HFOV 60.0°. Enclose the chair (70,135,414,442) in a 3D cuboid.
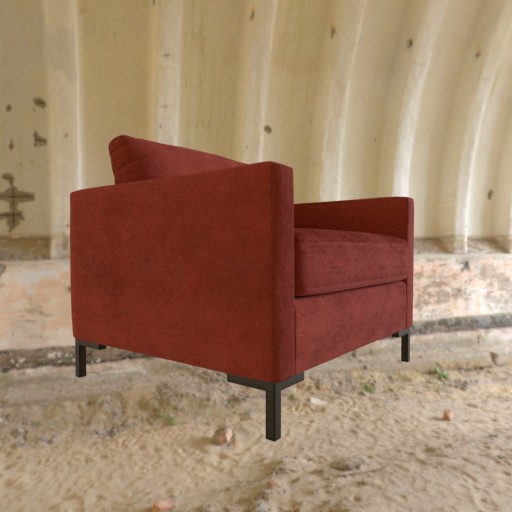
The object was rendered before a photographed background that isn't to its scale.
[{"bbox_3d":[0.000,0.000,1.587,0.875,0.812,0.964,1,1,38],"label":"chair"}]
